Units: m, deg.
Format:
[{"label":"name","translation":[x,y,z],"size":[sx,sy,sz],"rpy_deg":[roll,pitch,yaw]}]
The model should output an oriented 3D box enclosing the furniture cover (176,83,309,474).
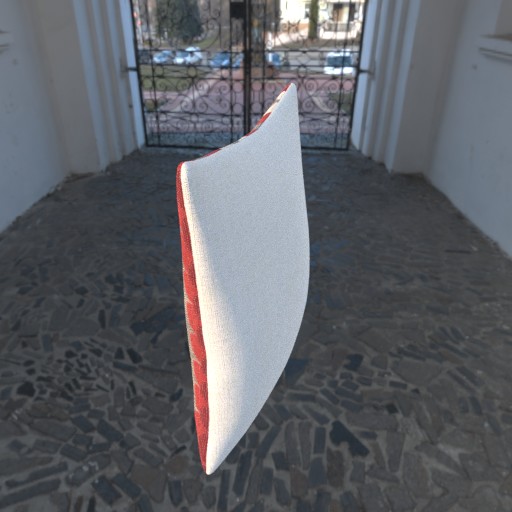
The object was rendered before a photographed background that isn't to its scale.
[{"label":"furniture cover","translation":[0.000,0.000,0.650],"size":[0.145,0.420,0.435],"rpy_deg":[9,31,15]}]
